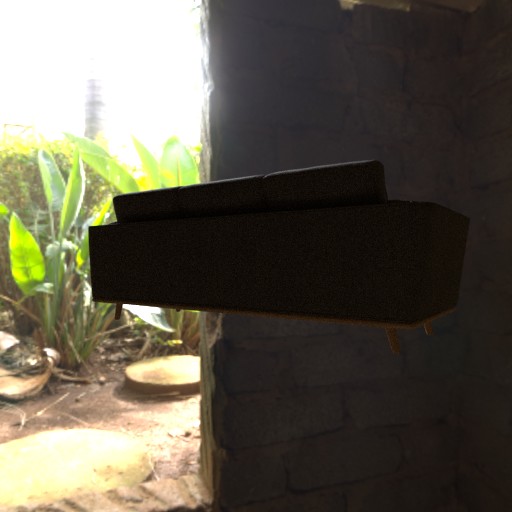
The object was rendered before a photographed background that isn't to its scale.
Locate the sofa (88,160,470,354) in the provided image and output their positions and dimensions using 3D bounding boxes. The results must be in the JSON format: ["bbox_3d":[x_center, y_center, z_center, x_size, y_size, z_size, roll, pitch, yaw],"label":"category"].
[{"bbox_3d":[0.000,0.000,2.830,2.362,0.899,0.903,0,-1,35],"label":"sofa"}]
